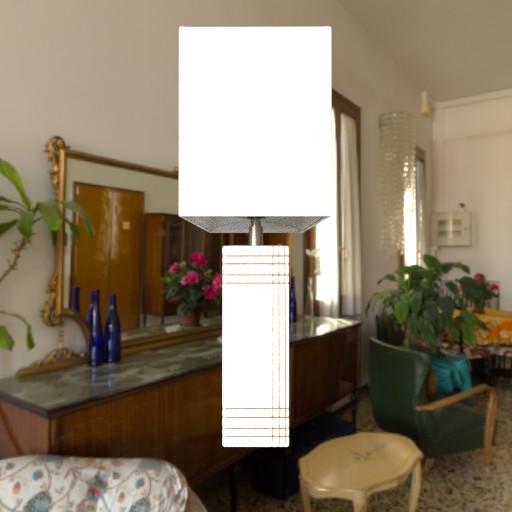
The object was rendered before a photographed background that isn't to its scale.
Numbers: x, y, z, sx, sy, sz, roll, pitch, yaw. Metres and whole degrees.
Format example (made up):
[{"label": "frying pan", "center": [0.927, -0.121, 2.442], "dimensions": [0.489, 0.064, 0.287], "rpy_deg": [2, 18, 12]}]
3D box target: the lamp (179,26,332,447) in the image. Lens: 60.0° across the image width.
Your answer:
[{"label": "lamp", "center": [0.000, 0.000, 0.690], "dimensions": [0.182, 0.543, 0.334], "rpy_deg": [0, 0, 0]}]
